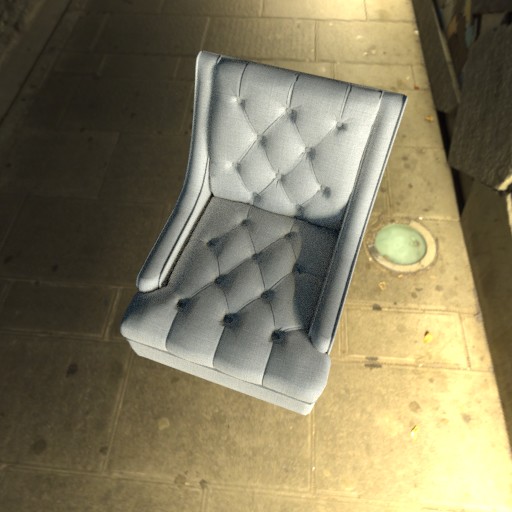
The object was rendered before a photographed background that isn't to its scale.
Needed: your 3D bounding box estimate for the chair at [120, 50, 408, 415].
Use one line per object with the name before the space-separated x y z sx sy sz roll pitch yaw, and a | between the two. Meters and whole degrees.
chair | 0.000 0.000 1.457 0.658 0.891 0.772 17 59 10
